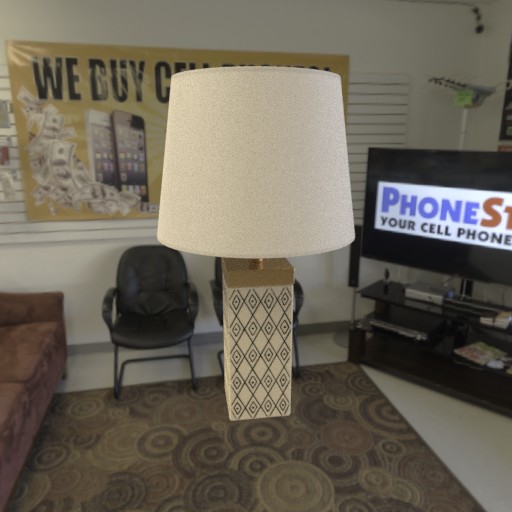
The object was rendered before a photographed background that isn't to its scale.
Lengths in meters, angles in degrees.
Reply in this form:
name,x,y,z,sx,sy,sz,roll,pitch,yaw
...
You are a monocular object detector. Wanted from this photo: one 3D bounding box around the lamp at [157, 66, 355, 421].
name,x,y,z,sx,sy,sz,roll,pitch,yaw
lamp,0.000,0.000,0.583,0.251,0.435,0.251,0,15,0
